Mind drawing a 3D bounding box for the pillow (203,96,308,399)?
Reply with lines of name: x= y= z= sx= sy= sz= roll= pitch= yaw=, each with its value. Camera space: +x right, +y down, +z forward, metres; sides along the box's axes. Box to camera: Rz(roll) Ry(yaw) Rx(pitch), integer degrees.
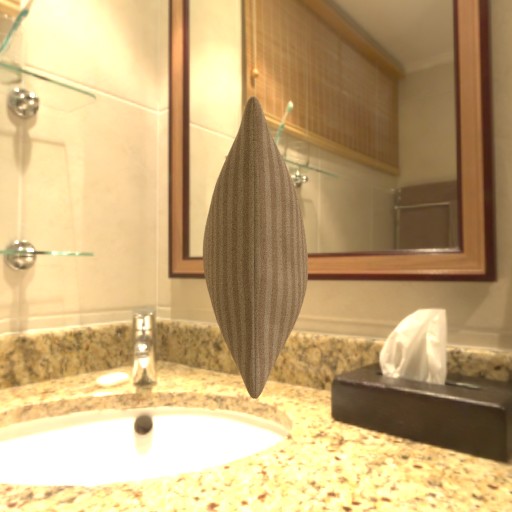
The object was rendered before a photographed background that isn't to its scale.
pillow: x=0.000 y=0.000 z=0.731 sx=0.151 sy=0.295 sz=0.617 roll=0 pitch=-2 yaw=1
